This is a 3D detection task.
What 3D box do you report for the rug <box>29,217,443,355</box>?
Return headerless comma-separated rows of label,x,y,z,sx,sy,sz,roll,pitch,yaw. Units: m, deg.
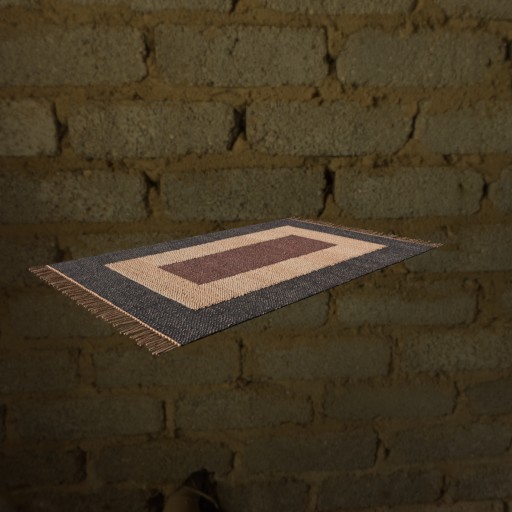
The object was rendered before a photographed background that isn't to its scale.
rug,0.000,0.000,2.467,2.021,0.027,1.224,-15,21,-41
